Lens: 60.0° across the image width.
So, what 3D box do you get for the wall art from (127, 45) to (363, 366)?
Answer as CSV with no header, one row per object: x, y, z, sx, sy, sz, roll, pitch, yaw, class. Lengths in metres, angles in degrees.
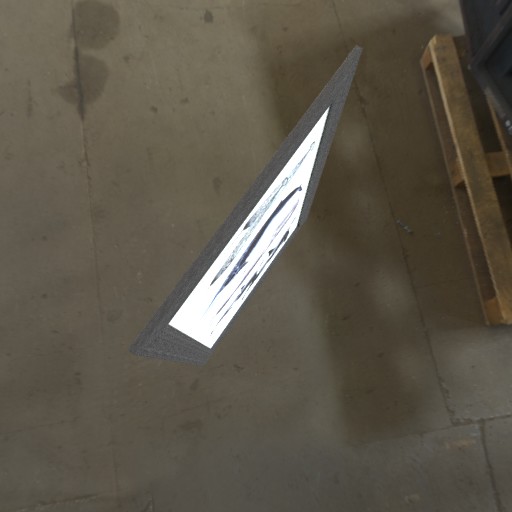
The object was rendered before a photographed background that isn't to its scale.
0.000,0.000,1.440,0.016,1.116,0.810,34,78,8,wall art
